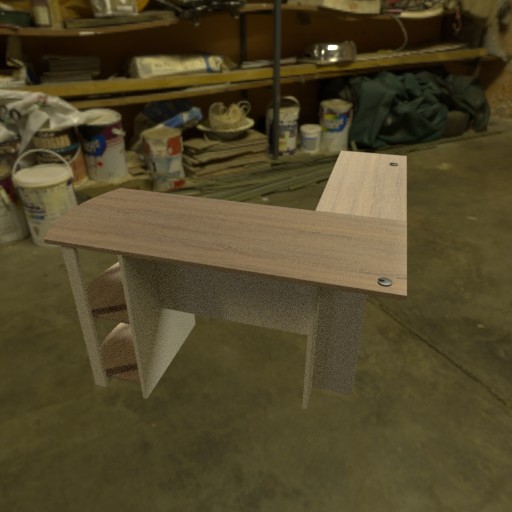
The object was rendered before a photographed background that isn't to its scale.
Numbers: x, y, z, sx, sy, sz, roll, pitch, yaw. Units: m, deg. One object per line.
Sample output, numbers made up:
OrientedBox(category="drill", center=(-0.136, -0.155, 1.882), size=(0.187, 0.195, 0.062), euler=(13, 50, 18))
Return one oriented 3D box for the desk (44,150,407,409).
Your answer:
OrientedBox(category="desk", center=(0.000, 0.000, 2.174), size=(1.303, 0.716, 1.361), euler=(8, 31, 14))
